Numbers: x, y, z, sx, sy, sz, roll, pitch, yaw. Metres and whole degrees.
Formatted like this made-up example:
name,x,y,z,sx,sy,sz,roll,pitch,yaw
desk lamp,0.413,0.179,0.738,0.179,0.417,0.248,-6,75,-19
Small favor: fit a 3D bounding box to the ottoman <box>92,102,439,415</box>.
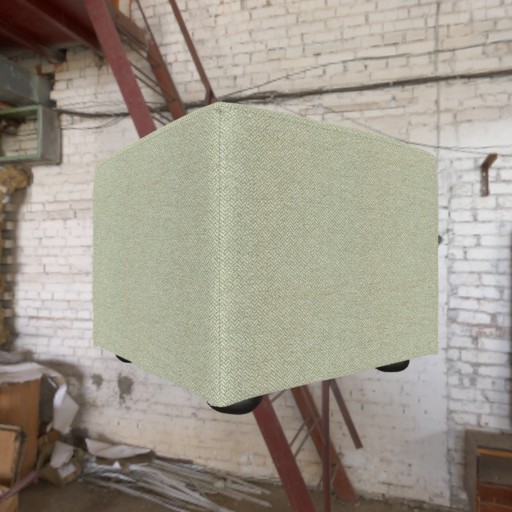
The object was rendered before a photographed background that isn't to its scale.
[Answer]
name,x,y,z,sx,sy,sz,roll,pitch,yaw
ottoman,0.000,0.000,0.903,0.512,0.453,0.521,0,0,-37
